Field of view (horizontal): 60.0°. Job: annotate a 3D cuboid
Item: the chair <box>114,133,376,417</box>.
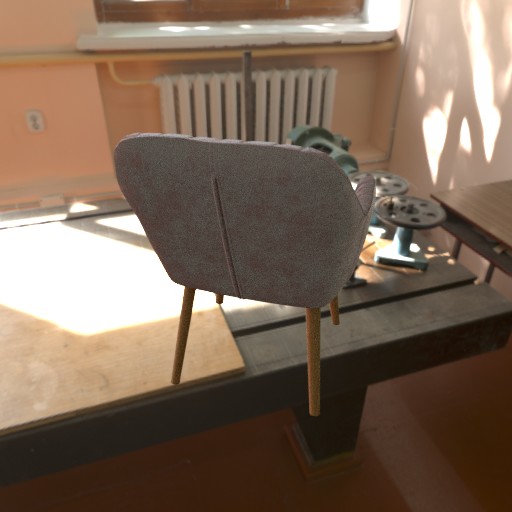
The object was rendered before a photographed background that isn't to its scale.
[{"bbox_3d":[0.000,0.000,1.270,0.610,0.832,0.570,9,33,14],"label":"chair"}]
